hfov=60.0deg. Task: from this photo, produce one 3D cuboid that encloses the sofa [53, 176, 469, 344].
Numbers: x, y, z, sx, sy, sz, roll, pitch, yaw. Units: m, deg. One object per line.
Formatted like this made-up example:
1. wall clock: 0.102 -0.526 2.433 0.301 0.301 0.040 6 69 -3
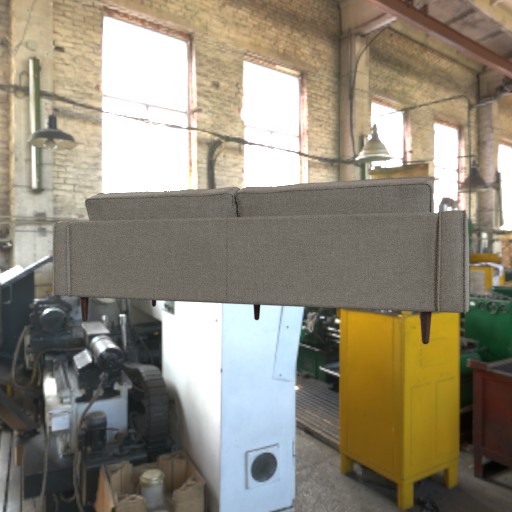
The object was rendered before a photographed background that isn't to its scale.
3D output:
1. sofa: 0.000 0.000 2.618 2.211 0.762 0.914 0 1 19
